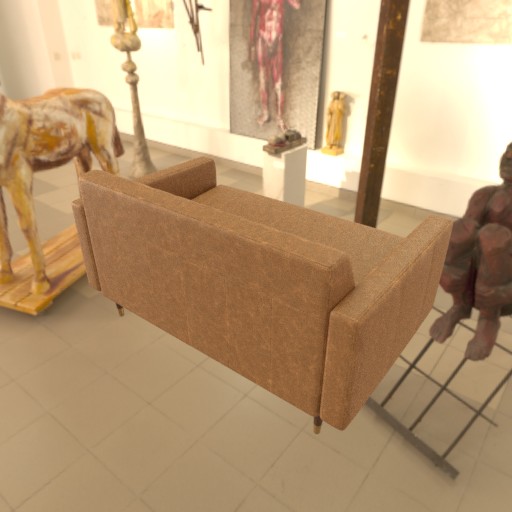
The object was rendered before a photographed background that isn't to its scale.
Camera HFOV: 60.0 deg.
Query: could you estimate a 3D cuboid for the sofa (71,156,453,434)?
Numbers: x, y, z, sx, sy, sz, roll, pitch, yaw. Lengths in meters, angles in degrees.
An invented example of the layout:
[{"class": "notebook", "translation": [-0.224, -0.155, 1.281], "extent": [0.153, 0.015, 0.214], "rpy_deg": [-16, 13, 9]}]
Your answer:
[{"class": "sofa", "translation": [0.000, 0.000, 2.160], "extent": [1.549, 0.820, 0.960], "rpy_deg": [21, 36, 32]}]
